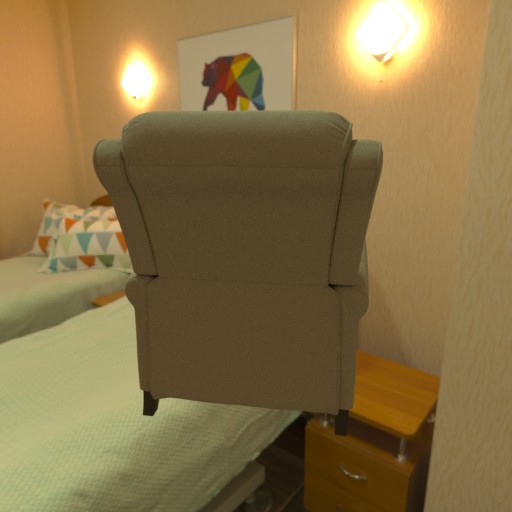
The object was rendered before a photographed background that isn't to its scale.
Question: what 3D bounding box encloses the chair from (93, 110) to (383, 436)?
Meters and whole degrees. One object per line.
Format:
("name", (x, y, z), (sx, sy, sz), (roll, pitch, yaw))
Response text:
("chair", (0.000, 0.000, 1.720), (0.859, 1.046, 0.919), (2, 16, 9))
